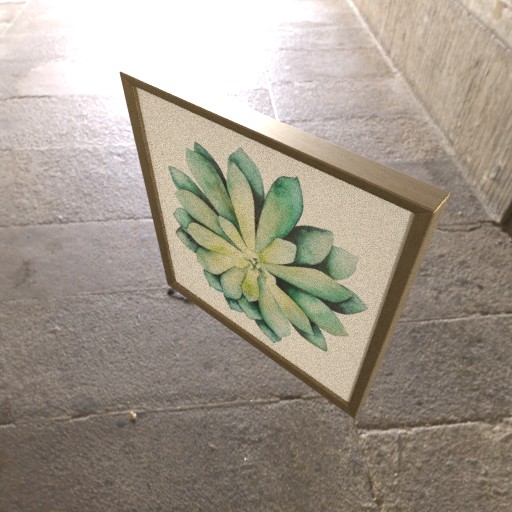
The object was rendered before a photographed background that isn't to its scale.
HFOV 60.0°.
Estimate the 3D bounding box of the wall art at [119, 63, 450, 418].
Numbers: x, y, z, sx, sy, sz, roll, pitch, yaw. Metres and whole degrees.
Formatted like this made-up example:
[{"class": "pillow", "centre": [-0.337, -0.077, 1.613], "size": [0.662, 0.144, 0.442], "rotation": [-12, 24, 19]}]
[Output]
[{"class": "wall art", "centre": [0.000, 0.000, 0.754], "size": [0.503, 0.506, 0.040], "rotation": [31, 54, 26]}]
